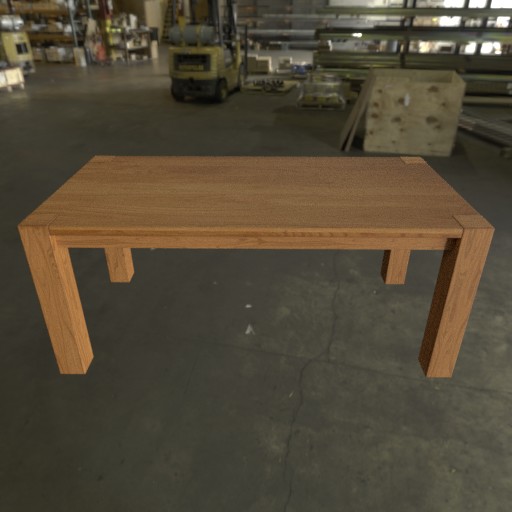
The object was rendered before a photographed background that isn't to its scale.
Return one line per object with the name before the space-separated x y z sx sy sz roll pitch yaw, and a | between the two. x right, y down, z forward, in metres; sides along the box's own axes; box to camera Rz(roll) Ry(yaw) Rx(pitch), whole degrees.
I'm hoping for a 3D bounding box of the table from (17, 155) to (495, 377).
table | 0.000 0.000 2.246 1.800 0.760 0.900 0 29 1
